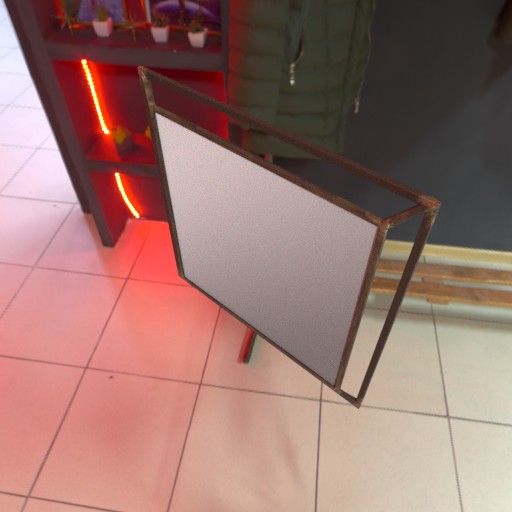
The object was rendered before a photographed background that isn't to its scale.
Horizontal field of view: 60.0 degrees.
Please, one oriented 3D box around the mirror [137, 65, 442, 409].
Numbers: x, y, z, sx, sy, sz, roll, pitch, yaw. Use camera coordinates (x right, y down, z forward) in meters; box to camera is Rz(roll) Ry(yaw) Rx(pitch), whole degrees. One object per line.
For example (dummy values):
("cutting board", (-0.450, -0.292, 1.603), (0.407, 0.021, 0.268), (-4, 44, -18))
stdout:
("mirror", (0.000, 0.000, 0.924), (0.610, 0.610, 0.032), (33, 55, 27))
